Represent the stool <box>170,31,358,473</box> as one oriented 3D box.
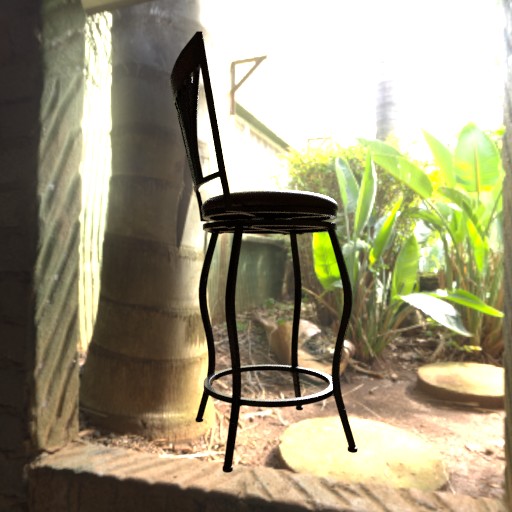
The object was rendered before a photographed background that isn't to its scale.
[{"bbox_3d":[0.000,0.000,1.373,0.514,1.117,0.433,0,0,-19],"label":"stool"}]
